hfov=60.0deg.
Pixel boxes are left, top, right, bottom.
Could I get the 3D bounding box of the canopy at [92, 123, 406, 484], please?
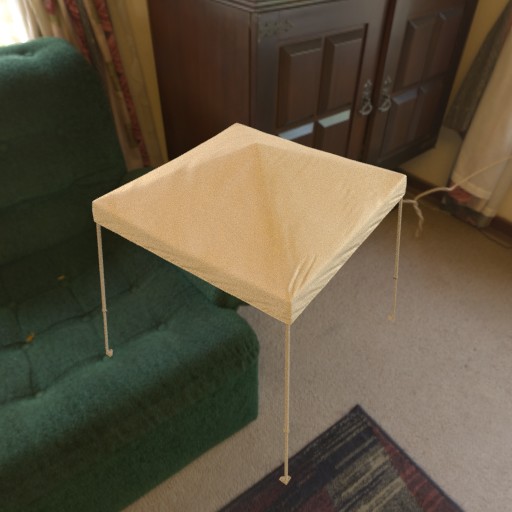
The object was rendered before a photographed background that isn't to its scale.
[{"bbox_3d":[0.000,0.000,6.563,3.599,3.600,3.600,25,46,27],"label":"canopy"}]
